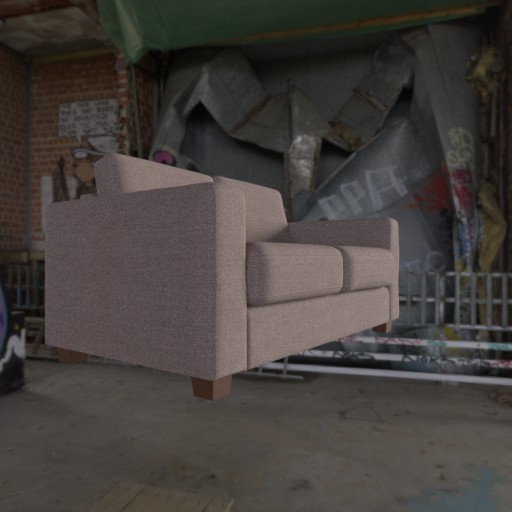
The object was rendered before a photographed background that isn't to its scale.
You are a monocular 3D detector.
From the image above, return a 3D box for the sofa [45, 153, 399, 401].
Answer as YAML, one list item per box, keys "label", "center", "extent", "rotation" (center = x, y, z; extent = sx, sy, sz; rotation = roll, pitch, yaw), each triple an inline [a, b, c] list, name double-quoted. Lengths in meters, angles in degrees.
- label: "sofa"
  center: [0.000, 0.000, 2.009]
  extent: [0.900, 0.800, 1.520]
  rotation: [0, 0, 36]
